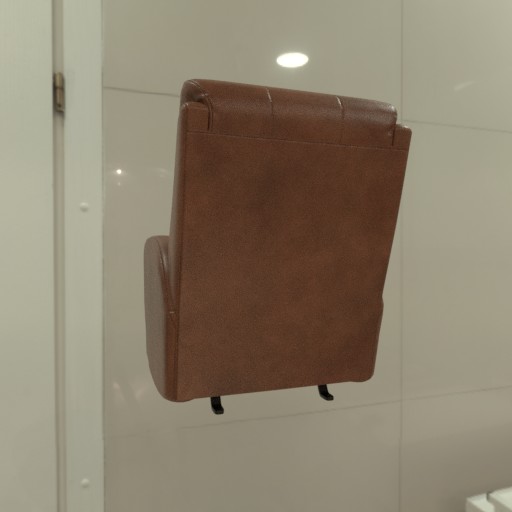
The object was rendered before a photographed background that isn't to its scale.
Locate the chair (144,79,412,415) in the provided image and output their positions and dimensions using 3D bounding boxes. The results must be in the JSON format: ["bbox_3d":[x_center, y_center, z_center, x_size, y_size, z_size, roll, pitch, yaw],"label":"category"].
[{"bbox_3d":[0.000,0.000,1.705,0.787,1.016,0.939,0,1,-19],"label":"chair"}]
